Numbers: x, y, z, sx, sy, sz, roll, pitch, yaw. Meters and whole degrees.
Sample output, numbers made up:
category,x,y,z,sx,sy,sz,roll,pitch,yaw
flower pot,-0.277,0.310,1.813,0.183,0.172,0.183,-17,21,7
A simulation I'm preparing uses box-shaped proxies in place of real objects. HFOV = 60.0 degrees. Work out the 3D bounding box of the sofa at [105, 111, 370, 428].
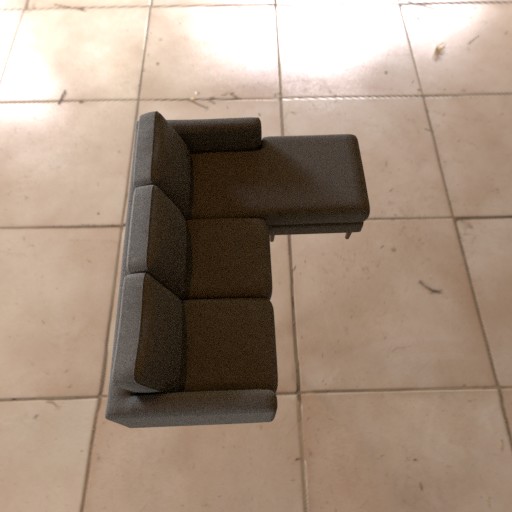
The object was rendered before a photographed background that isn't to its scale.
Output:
category,x,y,z,sx,sy,sz,roll,pitch,yaw
sofa,0.000,0.000,2.976,1.667,0.957,2.055,-2,64,-1
